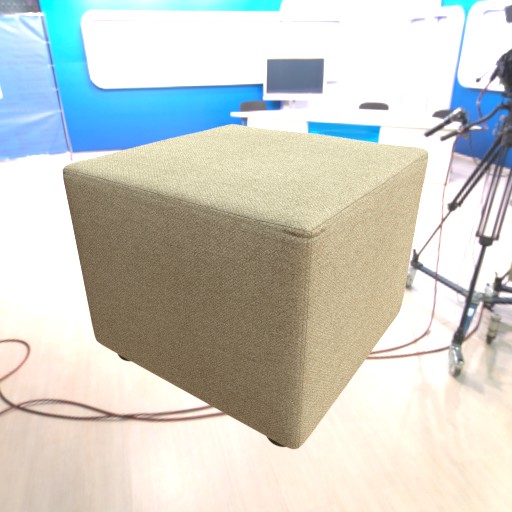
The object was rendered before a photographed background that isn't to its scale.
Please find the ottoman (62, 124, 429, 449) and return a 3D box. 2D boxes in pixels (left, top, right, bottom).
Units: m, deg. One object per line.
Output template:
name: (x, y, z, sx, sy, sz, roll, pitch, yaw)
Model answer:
ottoman: (0.000, 0.000, 0.906, 0.508, 0.432, 0.508, 17, 31, 31)
